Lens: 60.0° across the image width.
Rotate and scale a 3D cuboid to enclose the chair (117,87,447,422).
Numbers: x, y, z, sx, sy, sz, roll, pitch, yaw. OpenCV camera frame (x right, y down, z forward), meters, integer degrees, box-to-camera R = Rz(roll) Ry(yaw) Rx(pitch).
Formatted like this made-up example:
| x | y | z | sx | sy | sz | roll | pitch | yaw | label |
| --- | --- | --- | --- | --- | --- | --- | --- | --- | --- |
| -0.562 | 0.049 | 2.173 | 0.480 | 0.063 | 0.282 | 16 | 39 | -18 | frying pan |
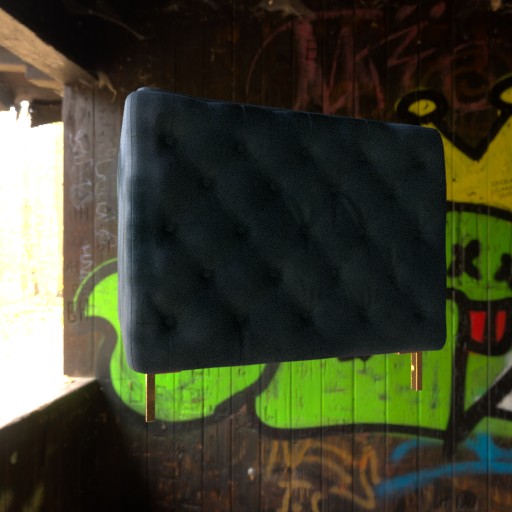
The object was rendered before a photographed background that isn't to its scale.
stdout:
| x | y | z | sx | sy | sz | roll | pitch | yaw | label |
| --- | --- | --- | --- | --- | --- | --- | --- | --- | --- |
| 0.000 | 0.000 | 1.490 | 0.877 | 0.771 | 0.868 | 0 | 0 | -19 | chair |
